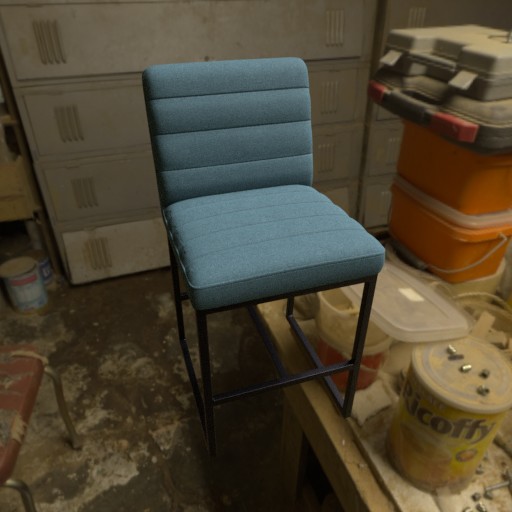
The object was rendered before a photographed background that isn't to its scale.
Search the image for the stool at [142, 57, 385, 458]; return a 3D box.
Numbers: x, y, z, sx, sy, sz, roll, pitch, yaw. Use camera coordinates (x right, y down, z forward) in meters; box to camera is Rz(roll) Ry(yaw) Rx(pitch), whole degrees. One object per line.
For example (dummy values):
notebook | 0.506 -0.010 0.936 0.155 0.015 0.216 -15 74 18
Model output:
stool | 0.000 0.000 1.237 0.460 0.940 0.560 -10 34 -15
